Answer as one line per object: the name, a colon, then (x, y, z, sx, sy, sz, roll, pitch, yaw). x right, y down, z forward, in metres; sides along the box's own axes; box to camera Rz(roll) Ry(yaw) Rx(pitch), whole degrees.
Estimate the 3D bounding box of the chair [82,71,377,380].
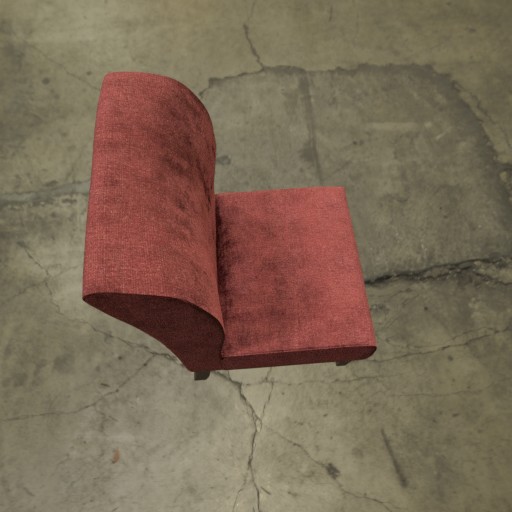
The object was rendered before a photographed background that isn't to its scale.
chair: (0.000, 0.000, 1.219, 0.640, 0.846, 0.538, -4, 63, -2)
